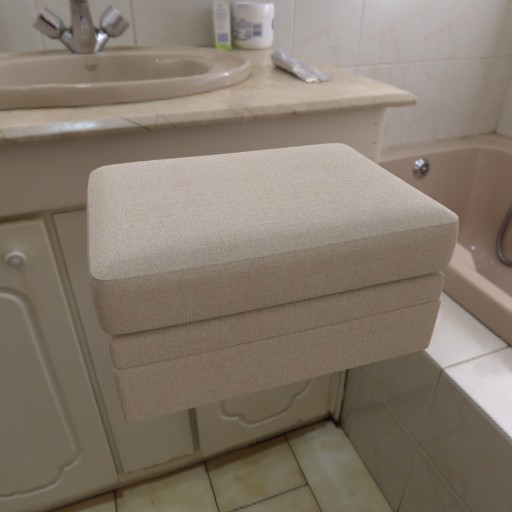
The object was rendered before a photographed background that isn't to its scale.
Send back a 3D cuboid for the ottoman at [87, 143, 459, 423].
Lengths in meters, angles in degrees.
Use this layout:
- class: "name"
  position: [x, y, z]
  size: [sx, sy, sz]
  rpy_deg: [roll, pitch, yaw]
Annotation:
- class: "ottoman"
  position: [0.000, 0.000, 1.288]
  size: [0.885, 0.478, 0.637]
  rpy_deg: [-10, 33, -15]
